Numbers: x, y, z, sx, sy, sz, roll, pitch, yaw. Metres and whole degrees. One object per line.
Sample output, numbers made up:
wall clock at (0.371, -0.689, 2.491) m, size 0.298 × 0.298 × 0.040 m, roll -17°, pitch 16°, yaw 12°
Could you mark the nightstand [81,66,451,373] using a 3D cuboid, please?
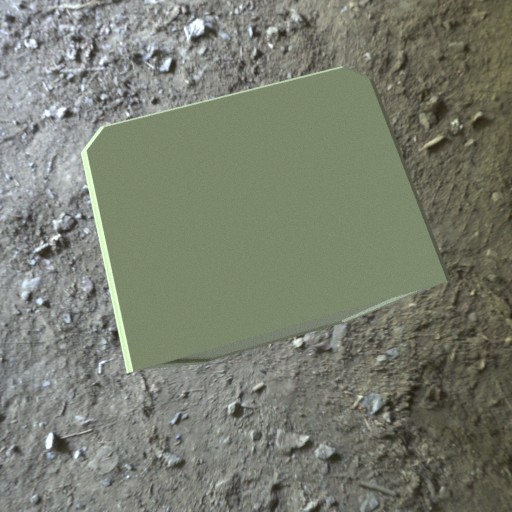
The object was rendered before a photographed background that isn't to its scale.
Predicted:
nightstand at (0.000, 0.000, 0.924) m, size 0.435 × 0.681 × 0.351 m, roll -15°, pitch 77°, yaw -4°
